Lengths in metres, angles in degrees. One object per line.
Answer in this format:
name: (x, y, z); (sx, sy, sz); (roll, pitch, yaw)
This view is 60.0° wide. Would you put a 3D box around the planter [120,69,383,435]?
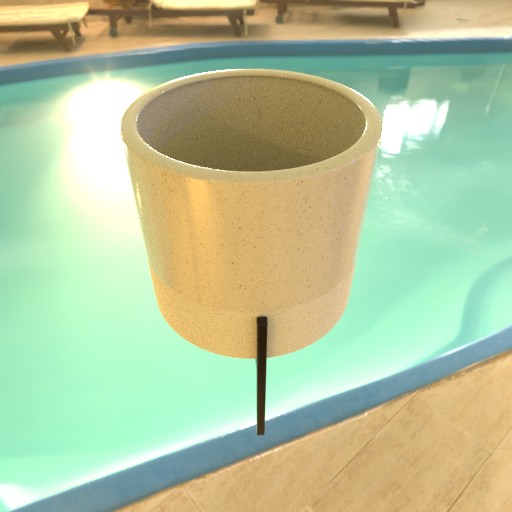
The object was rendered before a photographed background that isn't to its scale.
planter: (0.000, 0.000, 0.339); (0.159, 0.230, 0.152); (-25, 47, -26)
